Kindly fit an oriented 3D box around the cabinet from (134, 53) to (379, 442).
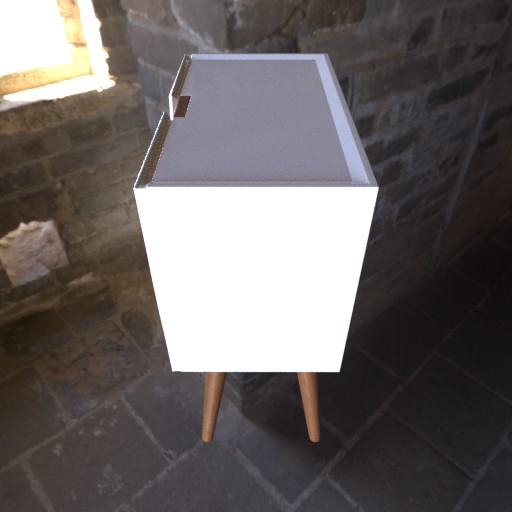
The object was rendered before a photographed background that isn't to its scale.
[{"bbox_3d":[0.000,0.000,1.092,0.344,0.772,0.591,0,41,0],"label":"cabinet"}]
